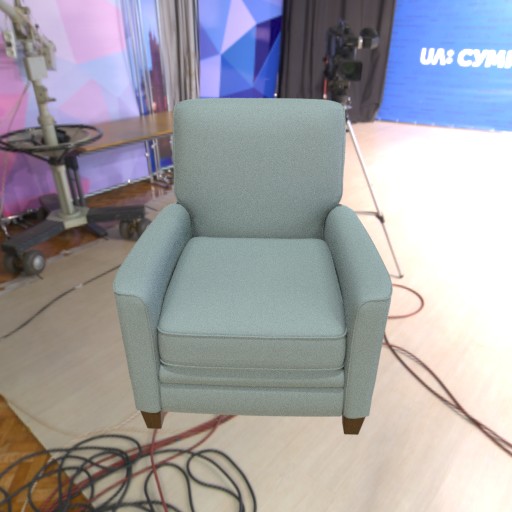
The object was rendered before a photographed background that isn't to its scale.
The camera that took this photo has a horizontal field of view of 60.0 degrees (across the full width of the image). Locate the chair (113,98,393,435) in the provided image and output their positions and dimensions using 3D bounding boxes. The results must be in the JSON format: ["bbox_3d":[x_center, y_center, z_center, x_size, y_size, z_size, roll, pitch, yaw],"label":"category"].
[{"bbox_3d":[0.000,0.000,1.659,0.853,1.007,0.846,1,30,2],"label":"chair"}]
